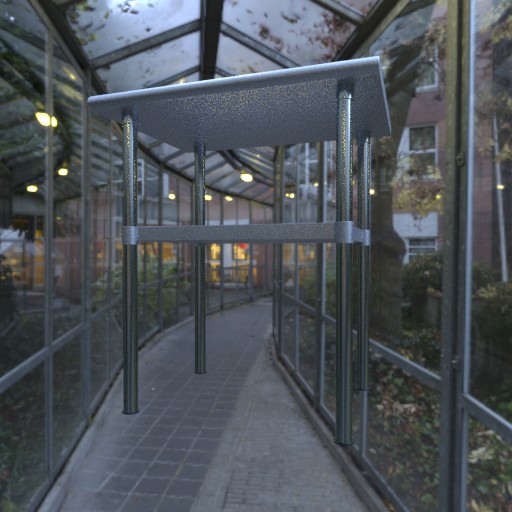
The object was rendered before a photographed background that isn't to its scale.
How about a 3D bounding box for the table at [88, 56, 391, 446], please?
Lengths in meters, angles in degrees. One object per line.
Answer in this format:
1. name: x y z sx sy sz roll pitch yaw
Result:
1. table: 0.000 0.000 1.352 0.762 0.876 0.584 0 1 19
